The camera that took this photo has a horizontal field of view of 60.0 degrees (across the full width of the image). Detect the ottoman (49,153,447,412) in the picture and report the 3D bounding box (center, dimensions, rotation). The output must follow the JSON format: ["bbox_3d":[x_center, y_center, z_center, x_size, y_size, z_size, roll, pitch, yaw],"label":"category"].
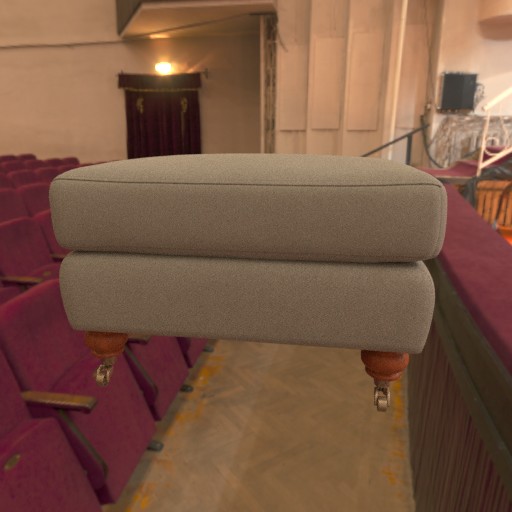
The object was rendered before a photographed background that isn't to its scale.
[{"bbox_3d":[0.000,0.000,1.117,0.773,0.499,0.569,2,15,9],"label":"ottoman"}]
